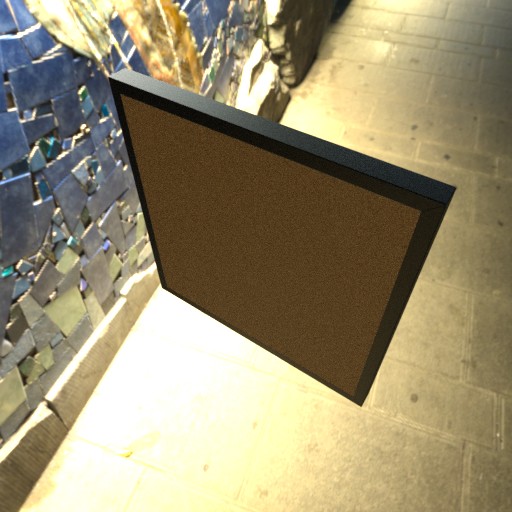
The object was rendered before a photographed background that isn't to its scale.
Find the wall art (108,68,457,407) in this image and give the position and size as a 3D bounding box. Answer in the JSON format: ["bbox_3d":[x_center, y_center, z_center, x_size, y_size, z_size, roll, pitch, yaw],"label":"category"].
[{"bbox_3d":[0.000,0.000,0.758,0.508,0.508,0.036,27,53,22],"label":"wall art"}]
